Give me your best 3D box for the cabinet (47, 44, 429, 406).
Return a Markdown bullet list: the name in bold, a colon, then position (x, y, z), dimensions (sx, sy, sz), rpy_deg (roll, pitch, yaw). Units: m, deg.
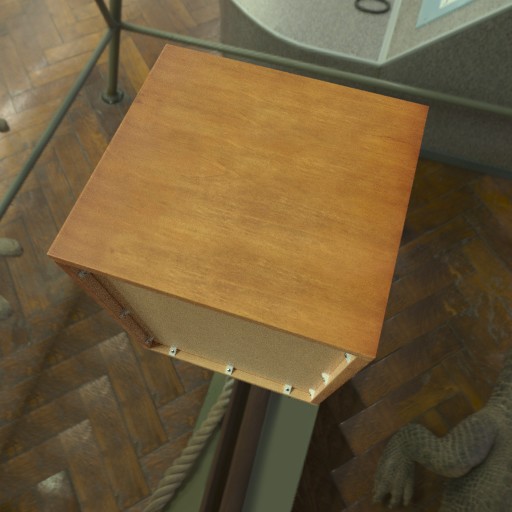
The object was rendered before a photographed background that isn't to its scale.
- **cabinet**: position (0.000, 0.000, 0.858), dimensions (0.409, 0.579, 0.401), rpy_deg (16, 67, 7)
